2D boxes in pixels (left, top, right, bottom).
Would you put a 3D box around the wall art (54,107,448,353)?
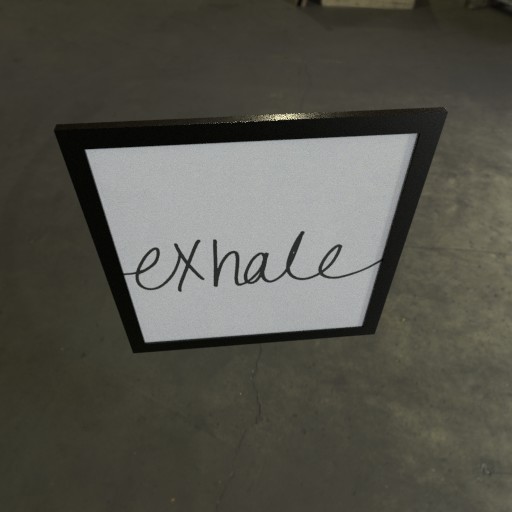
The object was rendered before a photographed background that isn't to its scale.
[{"bbox_3d":[0.000,0.000,0.661,0.446,0.445,0.014,-4,45,-4],"label":"wall art"}]
